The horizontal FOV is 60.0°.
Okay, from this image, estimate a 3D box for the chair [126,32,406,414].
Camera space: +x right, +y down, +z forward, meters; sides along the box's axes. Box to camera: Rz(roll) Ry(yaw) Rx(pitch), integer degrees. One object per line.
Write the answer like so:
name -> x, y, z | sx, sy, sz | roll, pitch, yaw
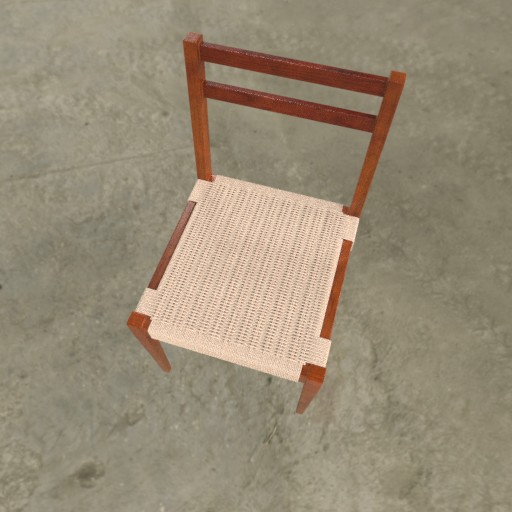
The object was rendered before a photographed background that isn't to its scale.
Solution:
chair -> 0.000, 0.000, 1.196 | 0.495, 0.851, 0.569 | 15, 61, 8
